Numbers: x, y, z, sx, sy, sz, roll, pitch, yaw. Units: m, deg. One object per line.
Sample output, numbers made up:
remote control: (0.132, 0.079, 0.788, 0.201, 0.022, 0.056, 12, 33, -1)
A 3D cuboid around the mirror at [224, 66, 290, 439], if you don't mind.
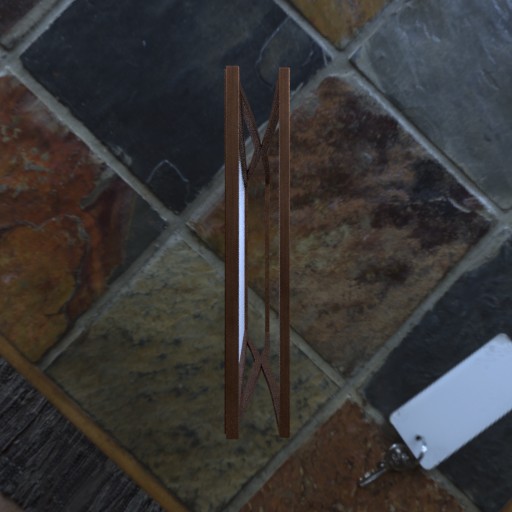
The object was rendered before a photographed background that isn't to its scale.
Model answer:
mirror: (0.000, 0.000, 0.937, 0.082, 0.768, 0.468, 0, 89, 0)
